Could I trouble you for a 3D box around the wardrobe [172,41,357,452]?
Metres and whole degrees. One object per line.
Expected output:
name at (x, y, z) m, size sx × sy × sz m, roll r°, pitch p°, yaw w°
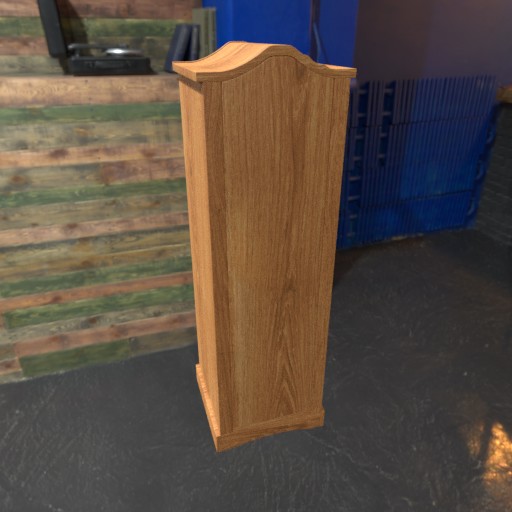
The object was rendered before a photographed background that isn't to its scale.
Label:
wardrobe at (0.000, 0.000, 2.153) m, size 0.590 × 1.870 × 0.570 m, roll -8°, pitch 28°, yaw -15°
